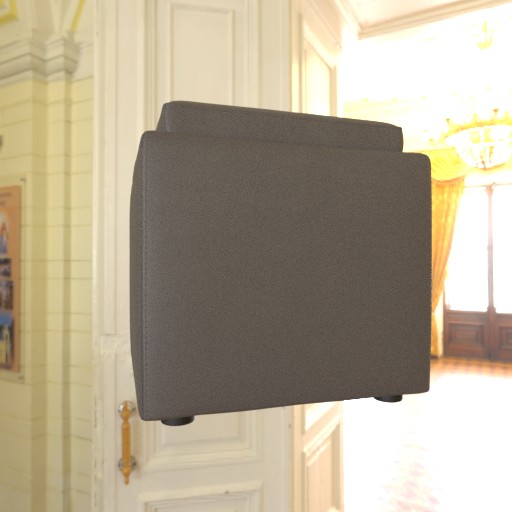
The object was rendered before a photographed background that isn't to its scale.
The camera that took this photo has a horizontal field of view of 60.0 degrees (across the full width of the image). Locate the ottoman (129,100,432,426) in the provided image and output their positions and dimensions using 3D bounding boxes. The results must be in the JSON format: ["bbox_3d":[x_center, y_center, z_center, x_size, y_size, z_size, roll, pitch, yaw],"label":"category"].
[{"bbox_3d":[0.000,0.000,0.827,0.450,0.460,0.451,0,-1,-17],"label":"ottoman"}]
